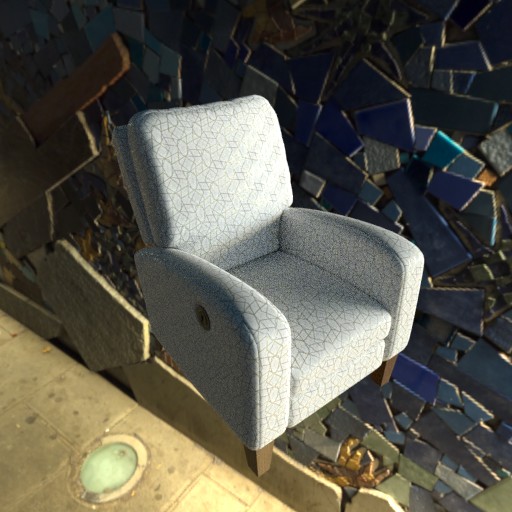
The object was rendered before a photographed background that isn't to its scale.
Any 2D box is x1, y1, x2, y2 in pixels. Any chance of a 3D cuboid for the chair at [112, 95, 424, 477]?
[{"bbox_3d":[0.000,0.000,1.737,0.796,1.064,0.995,-21,36,-32],"label":"chair"}]
